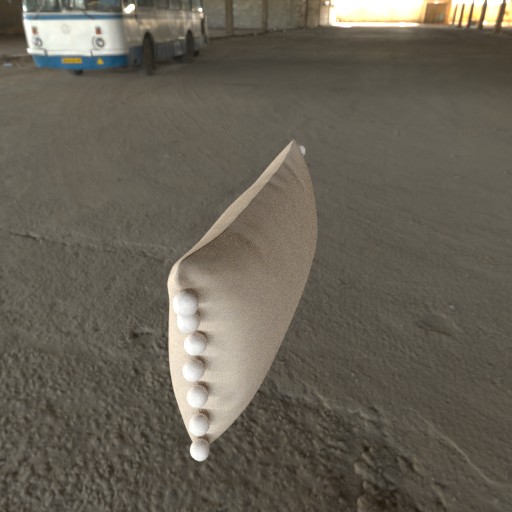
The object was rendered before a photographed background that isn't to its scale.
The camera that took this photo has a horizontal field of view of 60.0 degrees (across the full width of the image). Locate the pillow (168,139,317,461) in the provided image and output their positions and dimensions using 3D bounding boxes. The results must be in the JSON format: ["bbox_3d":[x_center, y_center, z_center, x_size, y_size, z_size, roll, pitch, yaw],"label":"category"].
[{"bbox_3d":[0.000,0.000,0.848,0.201,0.322,0.709,8,30,14],"label":"pillow"}]
